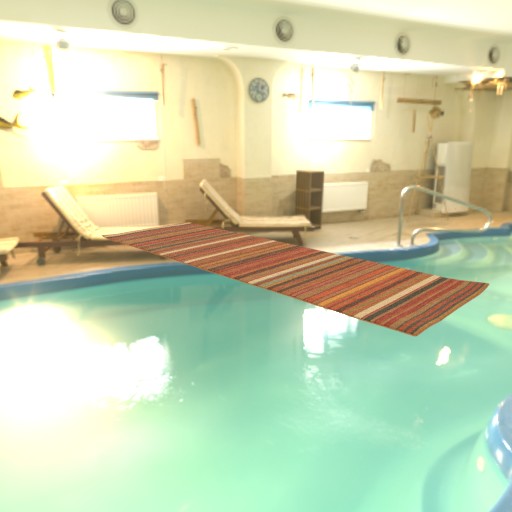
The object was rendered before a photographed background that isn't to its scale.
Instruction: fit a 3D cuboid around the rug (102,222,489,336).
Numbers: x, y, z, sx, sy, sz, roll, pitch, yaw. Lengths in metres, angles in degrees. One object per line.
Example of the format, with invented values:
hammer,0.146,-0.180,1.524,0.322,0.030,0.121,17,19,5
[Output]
rug,0.000,0.000,2.726,2.444,0.030,0.799,14,21,43
